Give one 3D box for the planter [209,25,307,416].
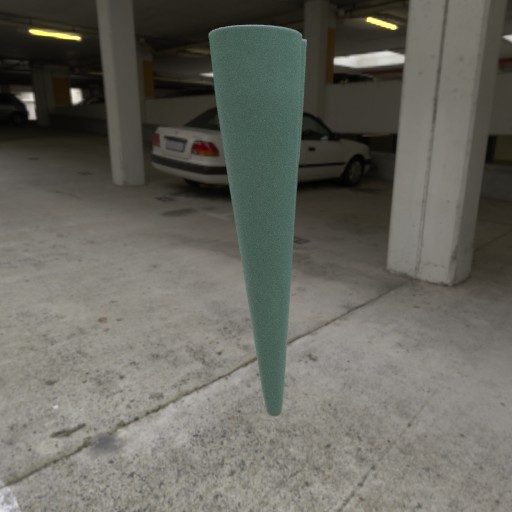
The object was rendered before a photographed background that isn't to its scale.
[{"bbox_3d":[0.000,0.000,0.295,0.054,0.268,0.055,15,22,42],"label":"planter"}]
